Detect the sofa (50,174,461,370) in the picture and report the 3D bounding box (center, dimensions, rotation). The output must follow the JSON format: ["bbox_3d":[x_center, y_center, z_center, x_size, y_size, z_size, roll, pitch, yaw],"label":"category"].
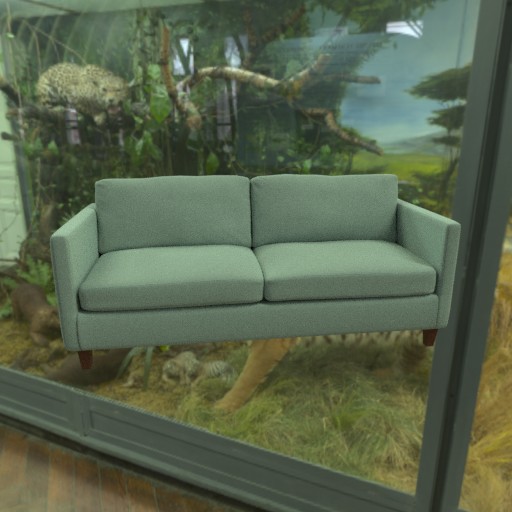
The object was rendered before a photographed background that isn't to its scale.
[{"bbox_3d":[0.000,0.000,2.815,2.208,0.965,0.951,-2,17,-7],"label":"sofa"}]
